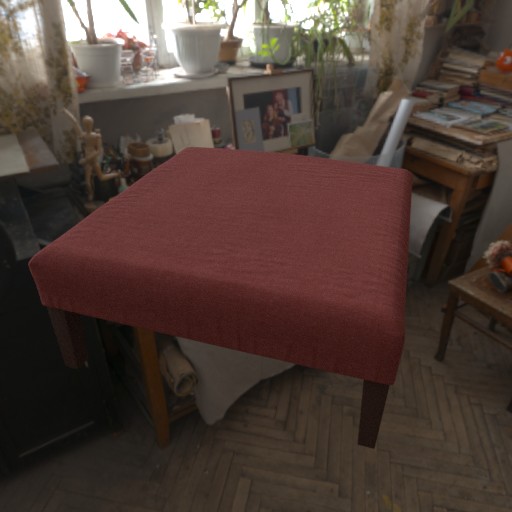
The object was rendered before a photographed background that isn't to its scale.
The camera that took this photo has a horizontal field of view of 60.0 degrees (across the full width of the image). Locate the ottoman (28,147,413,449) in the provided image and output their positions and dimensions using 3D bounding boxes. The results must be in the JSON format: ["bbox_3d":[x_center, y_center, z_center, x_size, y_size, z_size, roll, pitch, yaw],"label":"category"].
[{"bbox_3d":[0.000,0.000,1.405,0.890,0.411,0.889,10,33,15],"label":"ottoman"}]
